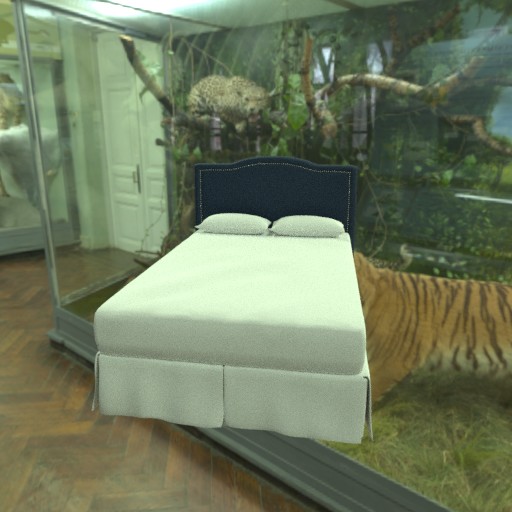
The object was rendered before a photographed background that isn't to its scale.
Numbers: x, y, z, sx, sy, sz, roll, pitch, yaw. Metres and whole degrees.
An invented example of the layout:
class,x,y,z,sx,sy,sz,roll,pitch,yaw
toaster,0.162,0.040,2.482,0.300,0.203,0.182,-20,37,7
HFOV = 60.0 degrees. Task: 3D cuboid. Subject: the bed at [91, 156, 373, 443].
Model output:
class,x,y,z,sx,sy,sz,roll,pitch,yaw
bed,0.000,0.000,3.590,1.741,1.441,2.507,3,16,9
